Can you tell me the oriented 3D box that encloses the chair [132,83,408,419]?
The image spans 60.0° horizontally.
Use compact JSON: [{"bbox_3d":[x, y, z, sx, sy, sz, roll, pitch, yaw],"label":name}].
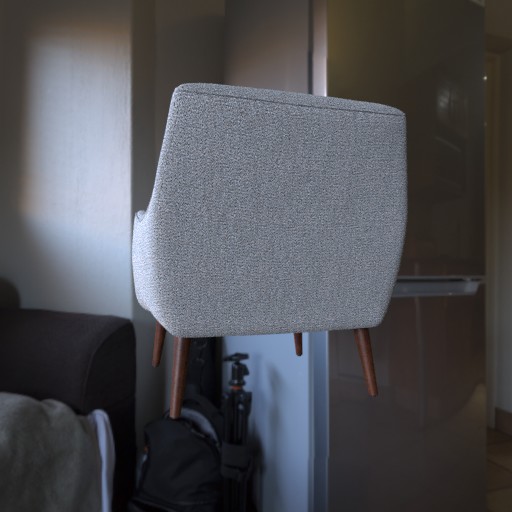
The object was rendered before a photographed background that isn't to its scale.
[{"bbox_3d":[0.000,0.000,1.459,0.762,0.838,0.787,0,0,-18],"label":"chair"}]
